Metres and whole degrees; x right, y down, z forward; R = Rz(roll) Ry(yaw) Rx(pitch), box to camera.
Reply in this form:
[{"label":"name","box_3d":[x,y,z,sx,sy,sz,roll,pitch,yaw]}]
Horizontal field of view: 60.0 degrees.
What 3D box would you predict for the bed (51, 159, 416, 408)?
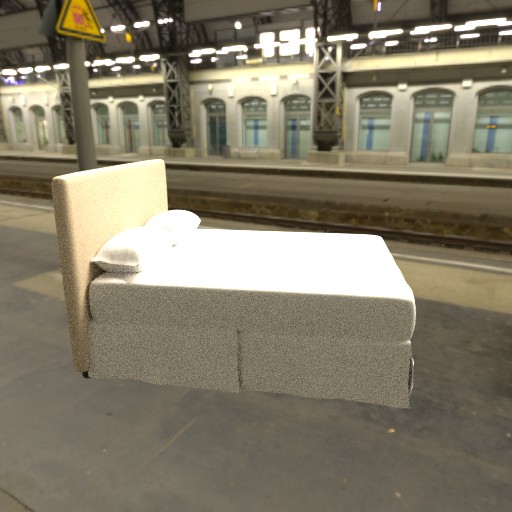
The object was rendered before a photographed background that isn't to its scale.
[{"label":"bed","box_3d":[0.000,0.000,3.338,2.142,1.330,1.723,2,16,8]}]
